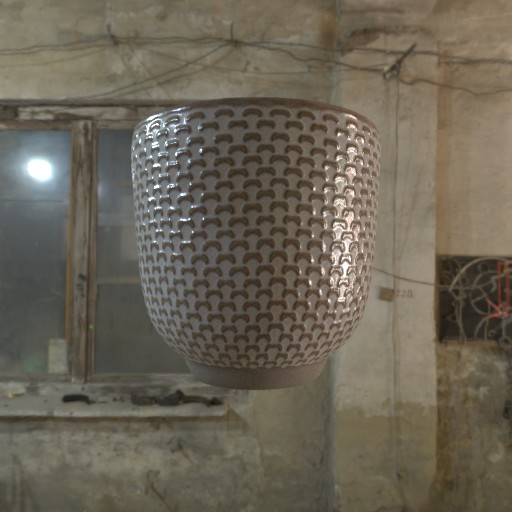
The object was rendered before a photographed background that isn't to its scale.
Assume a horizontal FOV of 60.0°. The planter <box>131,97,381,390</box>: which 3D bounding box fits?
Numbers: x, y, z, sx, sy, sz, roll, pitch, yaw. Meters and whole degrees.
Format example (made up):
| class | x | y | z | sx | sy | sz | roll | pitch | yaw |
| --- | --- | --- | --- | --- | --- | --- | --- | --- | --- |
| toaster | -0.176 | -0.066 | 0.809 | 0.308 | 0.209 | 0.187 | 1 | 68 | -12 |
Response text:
| class | x | y | z | sx | sy | sz | roll | pitch | yaw |
| --- | --- | --- | --- | --- | --- | --- | --- | --- | --- |
| planter | 0.000 | 0.000 | 0.362 | 0.197 | 0.191 | 0.197 | 0 | -1 | 0 |
